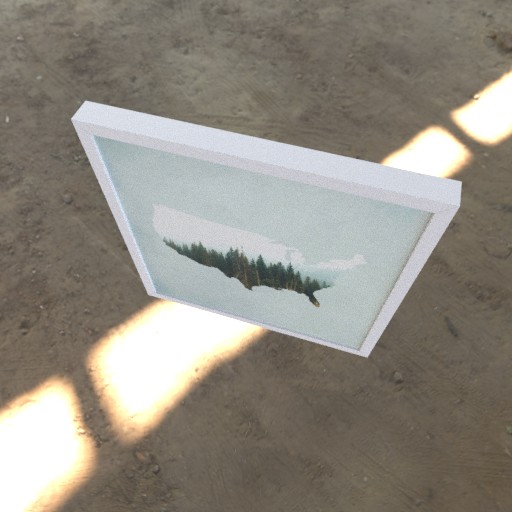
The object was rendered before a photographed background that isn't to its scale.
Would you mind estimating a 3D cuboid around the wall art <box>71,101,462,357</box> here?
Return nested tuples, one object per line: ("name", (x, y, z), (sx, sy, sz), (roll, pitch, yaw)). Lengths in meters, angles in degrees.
("wall art", (0.000, 0.000, 0.467), (0.304, 0.304, 0.024), (15, 59, 9))
